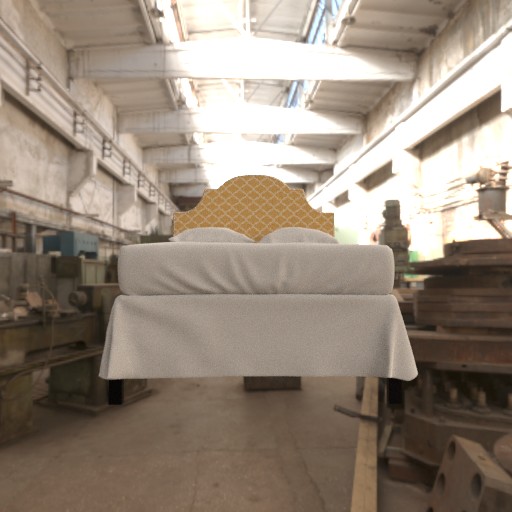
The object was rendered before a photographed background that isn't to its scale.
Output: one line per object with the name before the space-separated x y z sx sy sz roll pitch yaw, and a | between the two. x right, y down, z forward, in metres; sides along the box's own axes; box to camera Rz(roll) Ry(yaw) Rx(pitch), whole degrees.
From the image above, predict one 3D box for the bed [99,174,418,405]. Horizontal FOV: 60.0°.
bed | 0.000 0.000 3.384 1.780 1.633 2.222 0 -1 -1
